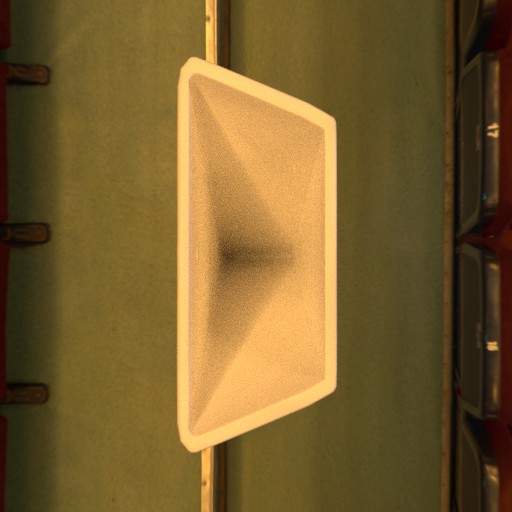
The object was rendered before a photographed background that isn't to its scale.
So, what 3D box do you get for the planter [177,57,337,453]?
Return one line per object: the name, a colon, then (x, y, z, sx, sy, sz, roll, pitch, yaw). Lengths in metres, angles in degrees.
planter: (0.000, 0.000, 0.265, 0.060, 0.197, 0.150, 0, 90, 0)
